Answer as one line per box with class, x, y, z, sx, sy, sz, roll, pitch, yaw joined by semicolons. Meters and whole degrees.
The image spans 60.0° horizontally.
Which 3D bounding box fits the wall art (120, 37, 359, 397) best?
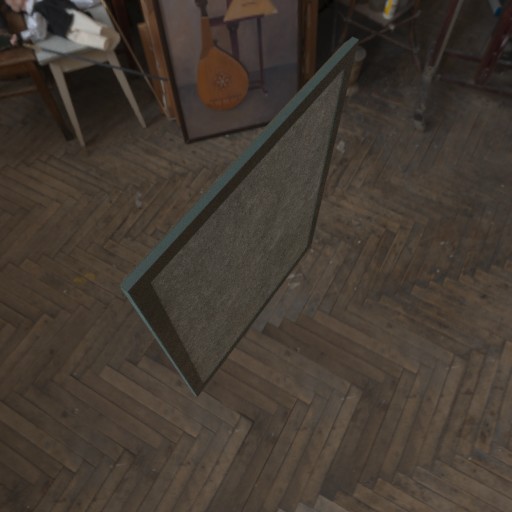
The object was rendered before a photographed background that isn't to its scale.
wall art;0.000;0.000;1.311;0.030;0.983;0.767;32;67;16
